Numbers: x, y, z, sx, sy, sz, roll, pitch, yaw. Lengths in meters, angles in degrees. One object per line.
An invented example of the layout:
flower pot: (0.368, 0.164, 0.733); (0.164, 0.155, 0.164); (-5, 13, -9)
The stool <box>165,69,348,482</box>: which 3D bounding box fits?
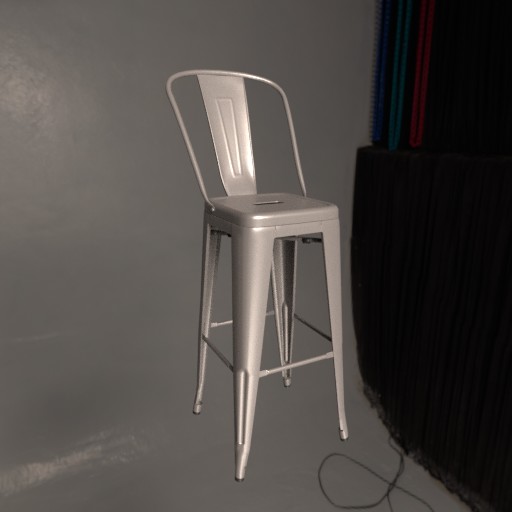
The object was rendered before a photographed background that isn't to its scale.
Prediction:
stool: (0.000, 0.000, 1.339); (0.399, 1.096, 0.513); (-8, 18, -26)
